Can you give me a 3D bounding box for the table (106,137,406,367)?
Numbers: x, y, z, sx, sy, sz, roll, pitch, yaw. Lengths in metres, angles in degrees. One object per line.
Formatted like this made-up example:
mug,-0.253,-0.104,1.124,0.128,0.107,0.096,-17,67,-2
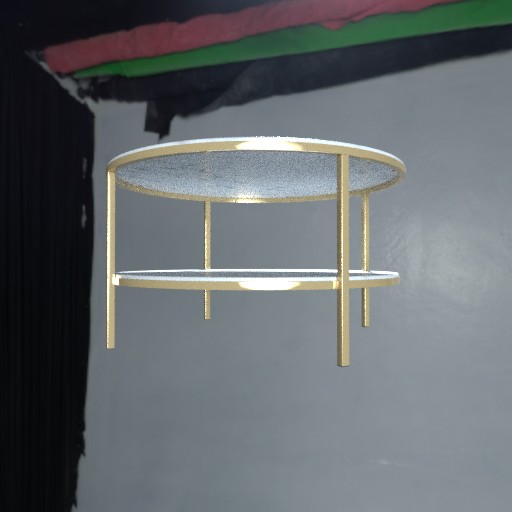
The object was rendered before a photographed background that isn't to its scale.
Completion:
table,0.000,0.000,1.245,0.800,0.450,0.800,0,-1,0
